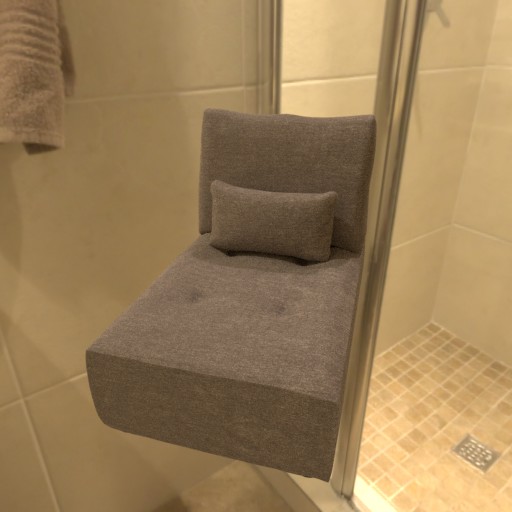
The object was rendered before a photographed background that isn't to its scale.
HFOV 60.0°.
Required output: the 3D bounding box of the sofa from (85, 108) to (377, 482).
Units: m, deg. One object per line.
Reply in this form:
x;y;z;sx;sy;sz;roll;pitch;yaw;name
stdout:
0.000;0.000;1.503;0.700;0.820;1.000;7;28;14;sofa
